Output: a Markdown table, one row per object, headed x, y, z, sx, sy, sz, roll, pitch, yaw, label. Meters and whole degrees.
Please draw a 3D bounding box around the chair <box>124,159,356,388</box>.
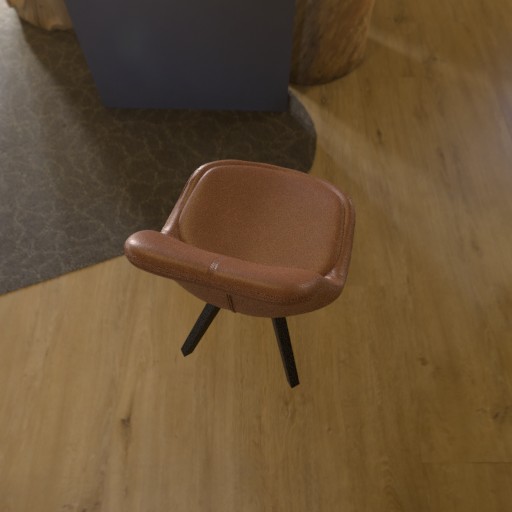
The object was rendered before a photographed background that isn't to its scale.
| x | y | z | sx | sy | sz | roll | pitch | yaw | label |
| --- | --- | --- | --- | --- | --- | --- | --- | --- | --- |
| 0.000 | 0.000 | 1.176 | 0.475 | 0.850 | 0.550 | 14 | 64 | 7 | chair |
